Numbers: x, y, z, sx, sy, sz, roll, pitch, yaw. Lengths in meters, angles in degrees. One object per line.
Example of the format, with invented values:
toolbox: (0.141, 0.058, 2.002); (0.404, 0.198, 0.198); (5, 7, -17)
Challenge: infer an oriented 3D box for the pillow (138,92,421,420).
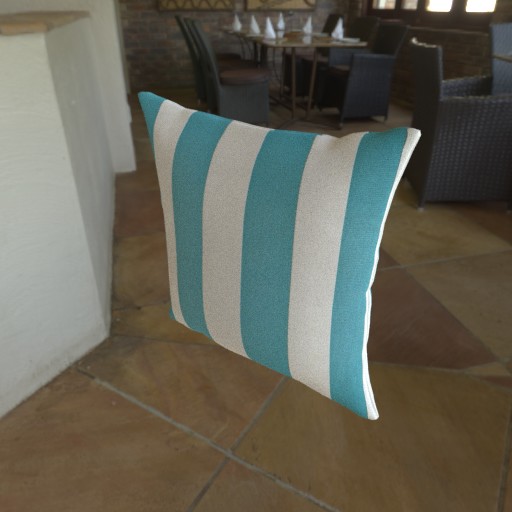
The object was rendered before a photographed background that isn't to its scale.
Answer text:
pillow: (0.000, 0.000, 0.813); (0.536, 0.526, 0.189); (19, 35, 29)
